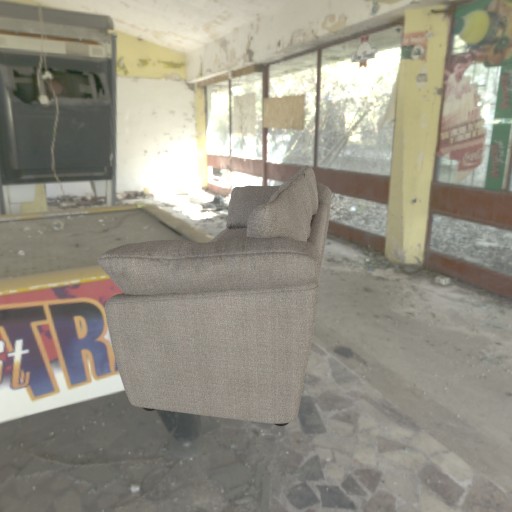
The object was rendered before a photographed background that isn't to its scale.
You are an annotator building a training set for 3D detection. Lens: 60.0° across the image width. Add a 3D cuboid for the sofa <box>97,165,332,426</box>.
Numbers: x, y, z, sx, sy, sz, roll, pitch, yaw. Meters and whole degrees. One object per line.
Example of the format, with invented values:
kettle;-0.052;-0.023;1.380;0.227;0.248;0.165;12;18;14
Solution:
sofa;0.000;0.000;2.800;0.878;0.996;2.334;3;16;10
